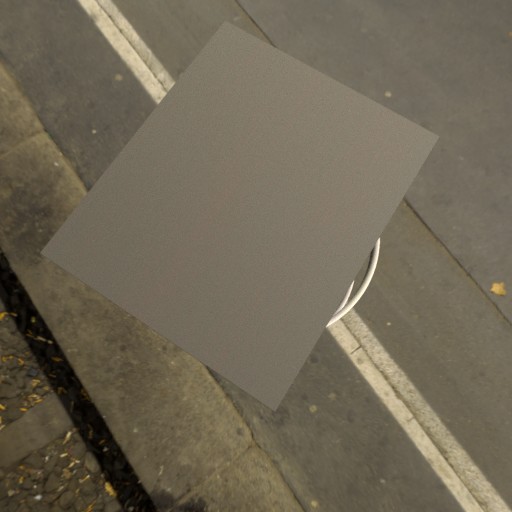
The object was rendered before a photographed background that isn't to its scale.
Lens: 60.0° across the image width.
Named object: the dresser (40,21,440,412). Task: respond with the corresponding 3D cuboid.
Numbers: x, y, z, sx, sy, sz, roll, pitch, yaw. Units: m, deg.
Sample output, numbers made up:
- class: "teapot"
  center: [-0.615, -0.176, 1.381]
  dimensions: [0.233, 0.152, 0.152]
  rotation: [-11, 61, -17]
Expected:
- class: "dresser"
  center: [0.000, 0.000, 0.820]
  dimensions: [0.360, 0.560, 0.400]
  rotation: [32, 77, 8]
